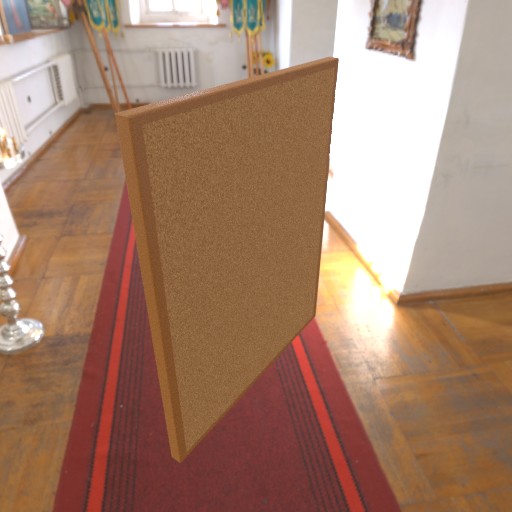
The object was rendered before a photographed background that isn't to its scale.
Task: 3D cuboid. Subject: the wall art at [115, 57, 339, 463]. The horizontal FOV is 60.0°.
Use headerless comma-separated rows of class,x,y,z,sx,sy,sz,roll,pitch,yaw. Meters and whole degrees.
wall art,0.000,0.000,0.731,0.022,0.553,0.452,21,37,29
